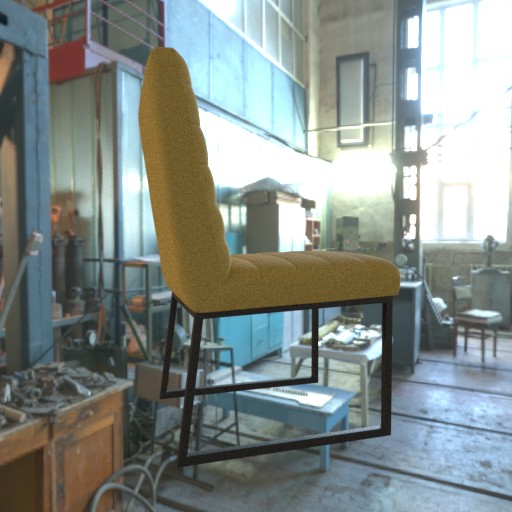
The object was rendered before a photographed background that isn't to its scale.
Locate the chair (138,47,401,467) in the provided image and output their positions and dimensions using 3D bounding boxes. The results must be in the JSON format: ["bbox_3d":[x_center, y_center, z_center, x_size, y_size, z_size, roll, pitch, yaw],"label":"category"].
[{"bbox_3d":[0.000,0.000,1.274,0.634,0.930,0.520,-1,2,-17],"label":"chair"}]
